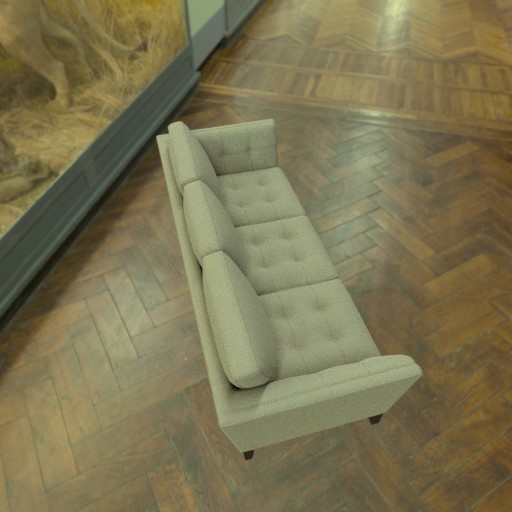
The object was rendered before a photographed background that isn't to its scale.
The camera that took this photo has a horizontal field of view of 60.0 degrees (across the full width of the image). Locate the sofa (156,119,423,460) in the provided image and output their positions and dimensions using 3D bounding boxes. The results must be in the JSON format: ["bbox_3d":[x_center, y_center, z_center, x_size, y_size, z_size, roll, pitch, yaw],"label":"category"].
[{"bbox_3d":[0.000,0.000,2.952,0.965,0.940,2.388,-11,47,-10],"label":"sofa"}]
